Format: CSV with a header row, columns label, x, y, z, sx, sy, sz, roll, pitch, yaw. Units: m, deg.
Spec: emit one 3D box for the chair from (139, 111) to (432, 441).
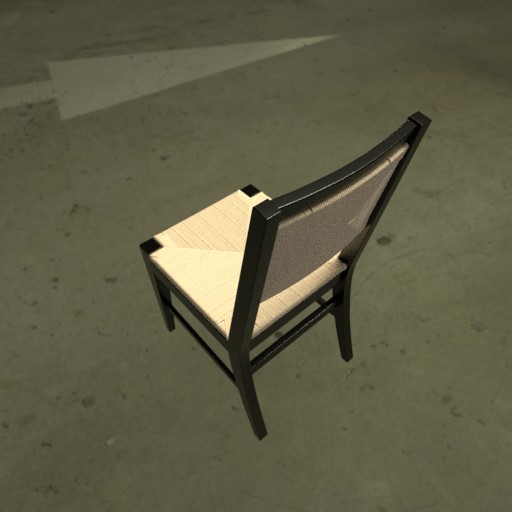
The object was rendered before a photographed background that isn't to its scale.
label,x,y,z,sx,sy,sz,roll,pitch,yaw
chair,0.000,0.000,1.237,0.437,0.927,0.552,-33,56,-26
